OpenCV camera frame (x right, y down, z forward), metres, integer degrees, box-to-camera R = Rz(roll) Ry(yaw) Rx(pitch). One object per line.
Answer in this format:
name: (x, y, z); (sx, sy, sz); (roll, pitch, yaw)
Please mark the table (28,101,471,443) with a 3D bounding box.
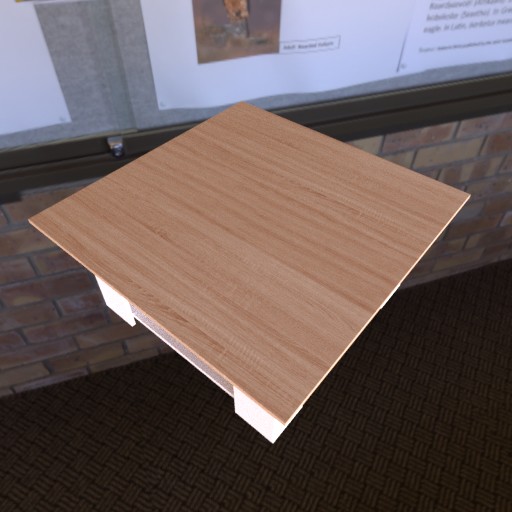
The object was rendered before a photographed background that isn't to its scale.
table: (0.000, 0.000, 1.055); (0.670, 0.305, 0.670); (31, 54, 26)
